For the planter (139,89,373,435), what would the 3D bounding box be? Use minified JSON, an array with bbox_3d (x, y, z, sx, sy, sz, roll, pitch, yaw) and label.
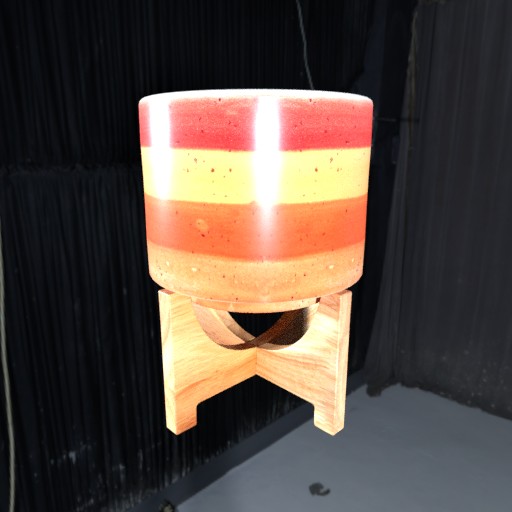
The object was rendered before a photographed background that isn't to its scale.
[{"bbox_3d":[0.000,0.000,0.405,0.199,0.268,0.199,0,15,0],"label":"planter"}]
